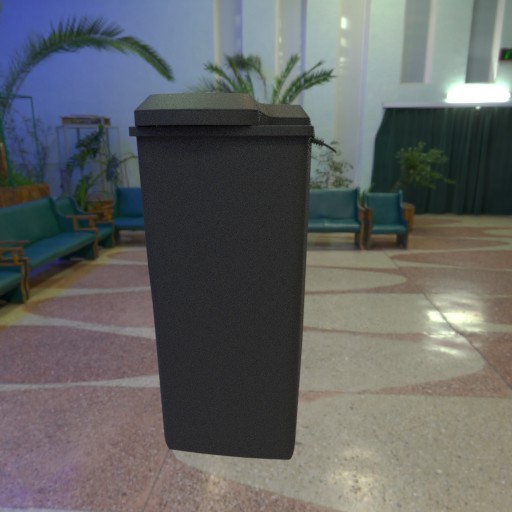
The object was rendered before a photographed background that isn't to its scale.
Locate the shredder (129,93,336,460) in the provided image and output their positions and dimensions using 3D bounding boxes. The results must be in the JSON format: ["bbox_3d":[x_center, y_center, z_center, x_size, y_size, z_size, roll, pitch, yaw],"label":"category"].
[{"bbox_3d":[0.000,0.000,0.510,0.170,0.335,0.320,2,14,7],"label":"shredder"}]
